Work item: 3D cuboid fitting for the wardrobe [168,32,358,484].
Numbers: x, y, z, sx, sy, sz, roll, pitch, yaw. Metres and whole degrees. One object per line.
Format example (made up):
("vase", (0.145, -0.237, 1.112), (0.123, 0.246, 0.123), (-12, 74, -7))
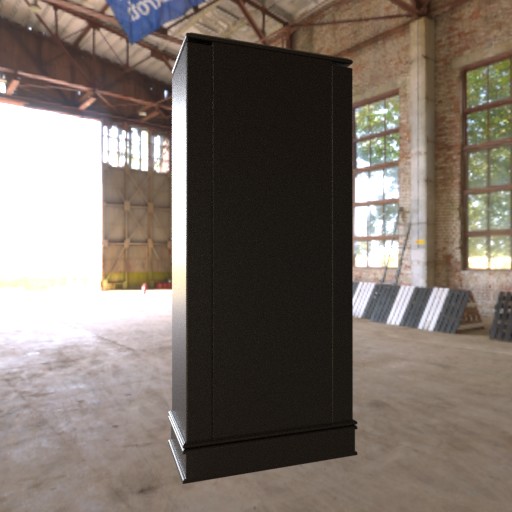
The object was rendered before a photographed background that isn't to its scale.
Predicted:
("wardrobe", (0.000, 0.000, 1.193), (0.444, 1.011, 0.295), (0, 0, -19))
